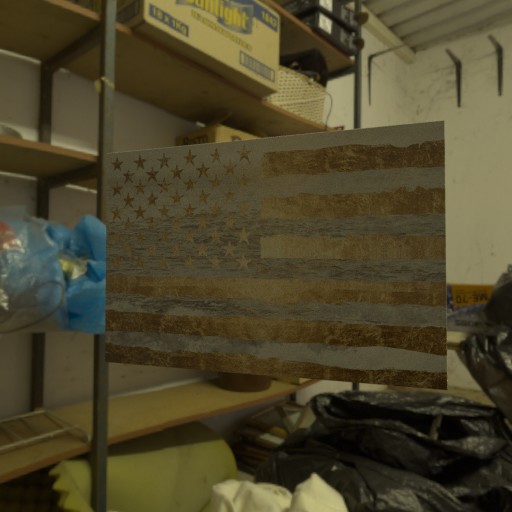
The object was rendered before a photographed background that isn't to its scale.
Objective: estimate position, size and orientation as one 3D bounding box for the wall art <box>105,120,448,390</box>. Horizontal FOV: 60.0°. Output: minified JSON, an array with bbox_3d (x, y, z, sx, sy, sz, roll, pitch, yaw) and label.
[{"bbox_3d":[0.000,0.000,1.452,1.145,0.762,0.041,0,-2,19],"label":"wall art"}]
